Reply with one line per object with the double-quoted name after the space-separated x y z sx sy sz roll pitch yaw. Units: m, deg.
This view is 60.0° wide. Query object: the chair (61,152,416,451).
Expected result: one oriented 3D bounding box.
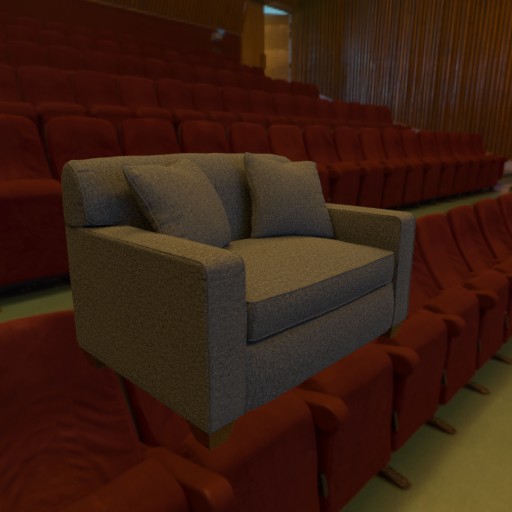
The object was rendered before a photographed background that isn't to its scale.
0.000 0.000 2.096 1.000 0.948 1.383 13 19 42 "chair"
